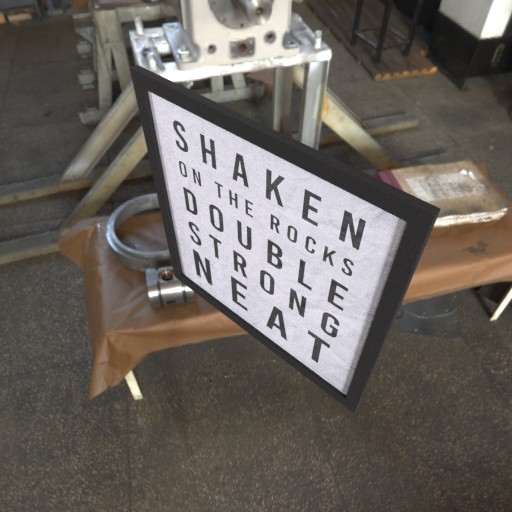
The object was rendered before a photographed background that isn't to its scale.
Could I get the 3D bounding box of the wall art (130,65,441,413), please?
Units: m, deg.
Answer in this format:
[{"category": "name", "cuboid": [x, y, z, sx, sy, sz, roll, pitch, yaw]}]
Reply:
[{"category": "wall art", "cuboid": [0.000, 0.000, 0.688, 0.456, 0.458, 0.013, 33, 56, 26]}]
